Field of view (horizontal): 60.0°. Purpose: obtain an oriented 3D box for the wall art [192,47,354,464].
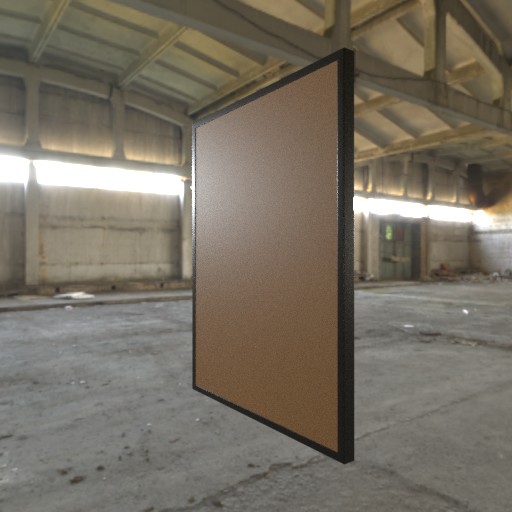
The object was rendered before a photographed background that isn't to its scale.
[{"bbox_3d":[0.000,0.000,1.461,0.039,1.061,0.804,0,0,-37],"label":"wall art"}]
